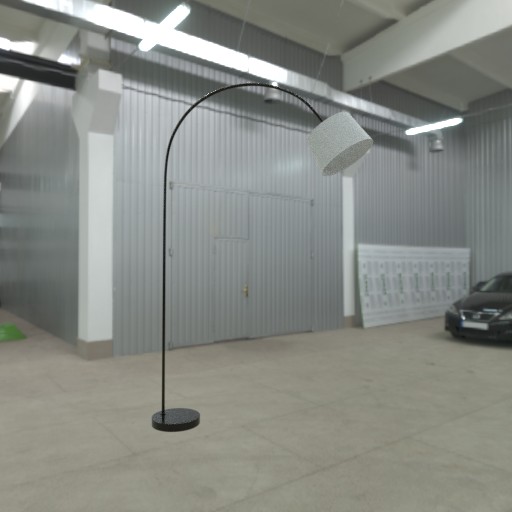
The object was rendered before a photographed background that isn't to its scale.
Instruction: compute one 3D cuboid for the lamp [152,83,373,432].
[{"bbox_3d":[0.000,0.000,2.652,1.363,2.104,0.331,0,-1,18],"label":"lamp"}]
